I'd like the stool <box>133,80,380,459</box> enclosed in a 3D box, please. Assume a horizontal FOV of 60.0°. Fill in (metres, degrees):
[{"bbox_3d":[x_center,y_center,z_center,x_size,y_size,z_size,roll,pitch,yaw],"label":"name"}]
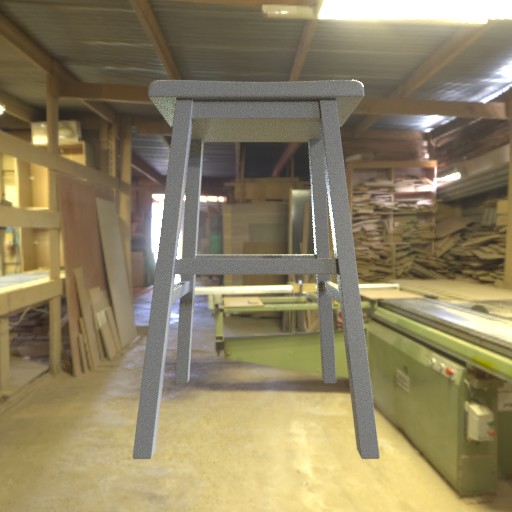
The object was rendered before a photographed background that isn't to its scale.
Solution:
[{"bbox_3d":[0.000,0.000,1.046,0.457,0.737,0.476,0,2,0],"label":"stool"}]
